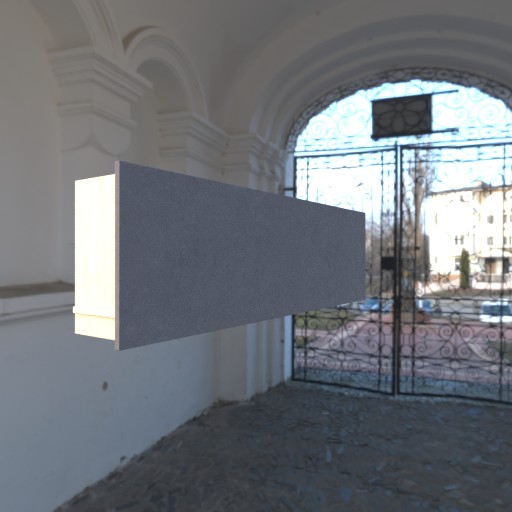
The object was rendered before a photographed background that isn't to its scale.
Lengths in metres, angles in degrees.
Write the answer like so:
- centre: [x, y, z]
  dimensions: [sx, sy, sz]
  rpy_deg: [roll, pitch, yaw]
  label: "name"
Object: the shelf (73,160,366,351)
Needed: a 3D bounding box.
- centre: [0.000, 0.000, 1.171]
  dimensions: [0.200, 0.300, 1.020]
  rpy_deg: [0, 0, 36]
  label: "shelf"
